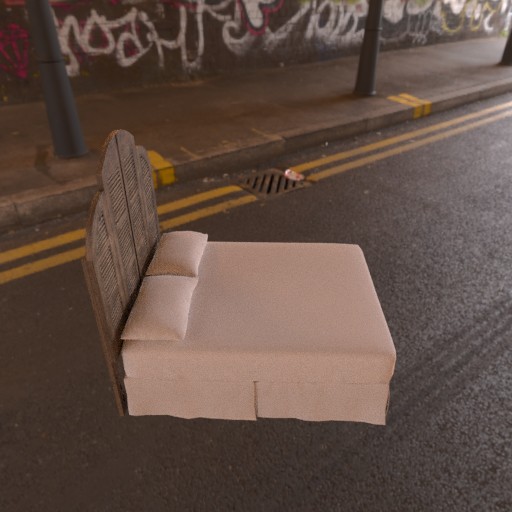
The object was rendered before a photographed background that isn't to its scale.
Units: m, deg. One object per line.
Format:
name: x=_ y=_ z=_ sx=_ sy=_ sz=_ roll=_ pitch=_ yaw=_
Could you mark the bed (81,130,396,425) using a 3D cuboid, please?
bed: x=0.000 y=0.000 z=3.639 sx=2.138 sy=2.019 sz=1.713 roll=1 pitch=33 yaw=1
